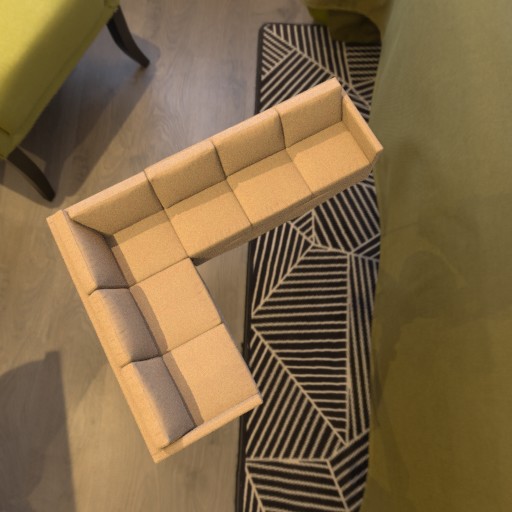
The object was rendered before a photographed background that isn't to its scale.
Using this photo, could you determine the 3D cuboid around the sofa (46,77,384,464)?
[{"bbox_3d":[0.000,0.000,4.297,3.182,0.871,2.432,-28,77,-7],"label":"sofa"}]
